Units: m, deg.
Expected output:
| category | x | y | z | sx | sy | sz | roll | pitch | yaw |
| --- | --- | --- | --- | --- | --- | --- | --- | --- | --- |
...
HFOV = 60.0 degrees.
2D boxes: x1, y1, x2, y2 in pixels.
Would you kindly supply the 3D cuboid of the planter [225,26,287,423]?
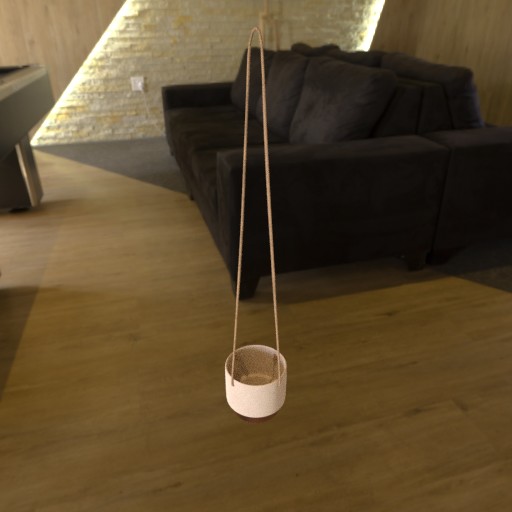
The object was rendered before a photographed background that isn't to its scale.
| category | x | y | z | sx | sy | sz | roll | pitch | yaw |
| --- | --- | --- | --- | --- | --- | --- | --- | --- | --- |
| planter | 0.000 | 0.000 | 0.914 | 0.146 | 0.841 | 0.146 | 0 | 28 | 0 |
